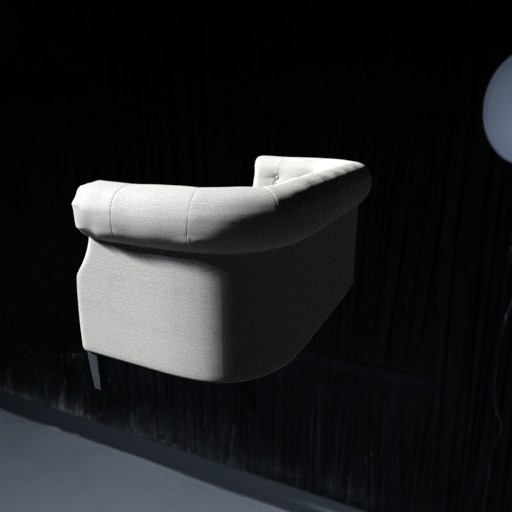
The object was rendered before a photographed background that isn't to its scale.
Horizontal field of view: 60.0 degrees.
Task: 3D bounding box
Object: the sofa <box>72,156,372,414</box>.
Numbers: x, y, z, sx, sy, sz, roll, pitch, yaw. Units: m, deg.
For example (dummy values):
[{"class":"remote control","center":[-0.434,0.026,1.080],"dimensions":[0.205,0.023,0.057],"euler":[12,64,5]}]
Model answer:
[{"class":"sofa","center":[0.000,0.000,2.080],"dimensions":[0.835,0.827,1.558],"euler":[8,18,25]}]
